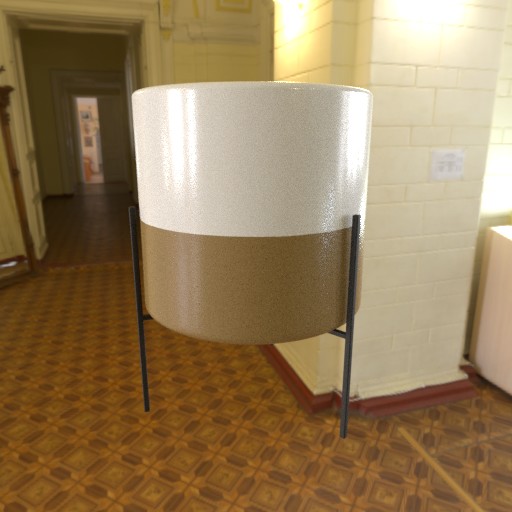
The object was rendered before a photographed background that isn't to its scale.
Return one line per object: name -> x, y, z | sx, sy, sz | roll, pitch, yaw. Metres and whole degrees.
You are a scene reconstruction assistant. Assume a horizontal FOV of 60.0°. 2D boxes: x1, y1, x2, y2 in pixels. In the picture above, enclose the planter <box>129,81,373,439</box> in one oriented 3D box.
planter -> 0.000, 0.000, 0.627 | 0.310, 0.432, 0.310 | 8, 17, 26
